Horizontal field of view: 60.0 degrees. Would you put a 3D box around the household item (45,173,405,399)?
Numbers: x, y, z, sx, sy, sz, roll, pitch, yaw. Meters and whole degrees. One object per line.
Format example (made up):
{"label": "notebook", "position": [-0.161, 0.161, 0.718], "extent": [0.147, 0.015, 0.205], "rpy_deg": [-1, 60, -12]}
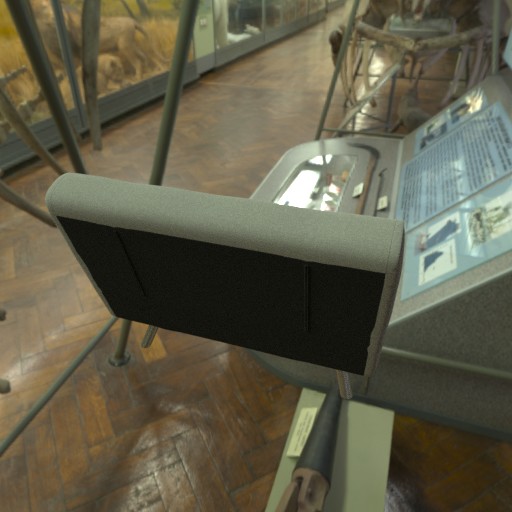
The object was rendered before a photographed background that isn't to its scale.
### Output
{"label": "household item", "position": [0.000, 0.000, 1.658], "extent": [1.000, 0.800, 0.874], "rpy_deg": [10, 34, 15]}
